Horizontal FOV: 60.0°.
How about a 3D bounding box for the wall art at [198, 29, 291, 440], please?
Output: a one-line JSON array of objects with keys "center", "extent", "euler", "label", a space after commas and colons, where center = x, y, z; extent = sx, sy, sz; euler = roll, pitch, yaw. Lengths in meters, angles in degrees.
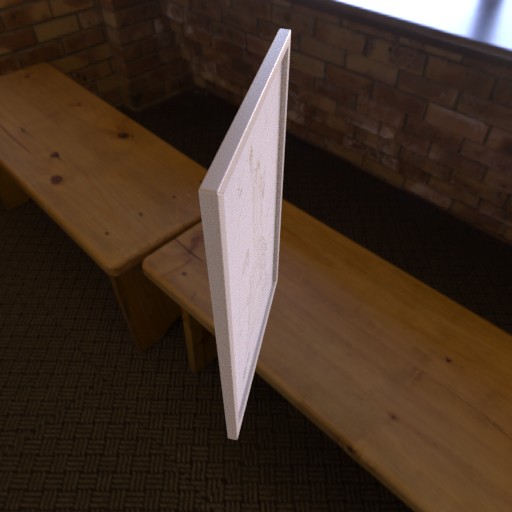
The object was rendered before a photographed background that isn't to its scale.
[{"center": [0.000, 0.000, 1.511], "extent": [0.038, 1.183, 0.808], "euler": [9, 47, 9], "label": "wall art"}]
